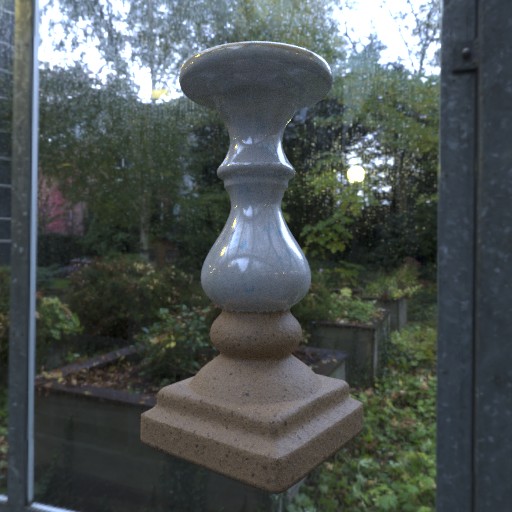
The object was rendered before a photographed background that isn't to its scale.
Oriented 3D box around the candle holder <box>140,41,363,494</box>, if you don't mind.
[{"bbox_3d":[0.000,0.000,0.295,0.110,0.239,0.110,0,0,37],"label":"candle holder"}]
